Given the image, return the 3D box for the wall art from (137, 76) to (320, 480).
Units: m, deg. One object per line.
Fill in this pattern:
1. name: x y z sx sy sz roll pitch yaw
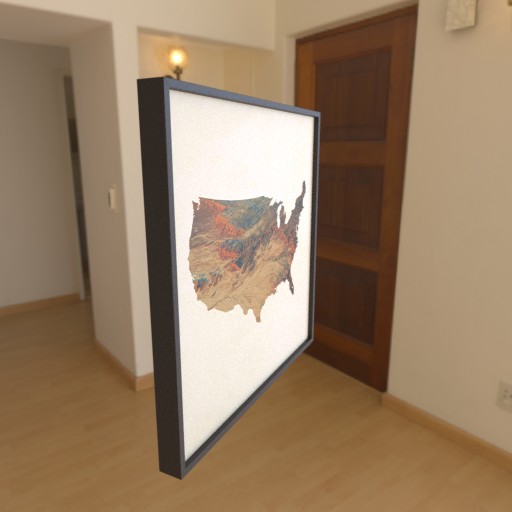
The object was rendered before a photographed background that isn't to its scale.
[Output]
1. wall art: 0.000 0.000 0.763 0.038 0.507 0.507 7 15 27
